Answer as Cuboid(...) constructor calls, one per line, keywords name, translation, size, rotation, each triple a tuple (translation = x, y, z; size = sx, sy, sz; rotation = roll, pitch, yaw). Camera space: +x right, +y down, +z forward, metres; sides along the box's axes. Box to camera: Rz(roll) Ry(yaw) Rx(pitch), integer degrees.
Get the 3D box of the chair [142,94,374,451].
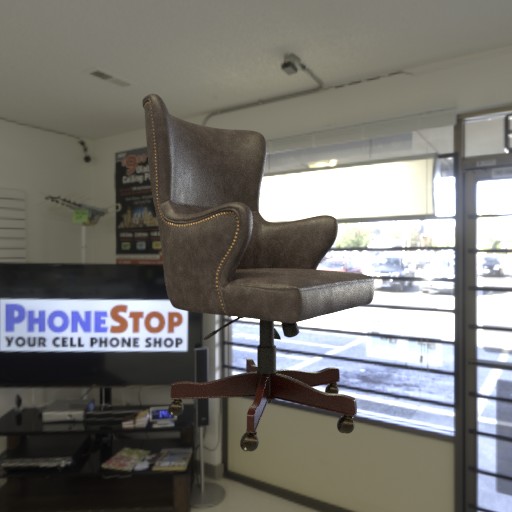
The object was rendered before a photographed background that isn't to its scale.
Cuboid(name="chair", translation=(0.000, 0.000, 1.494), size=(0.717, 1.037, 0.594), rotation=(0, 1, 36))
